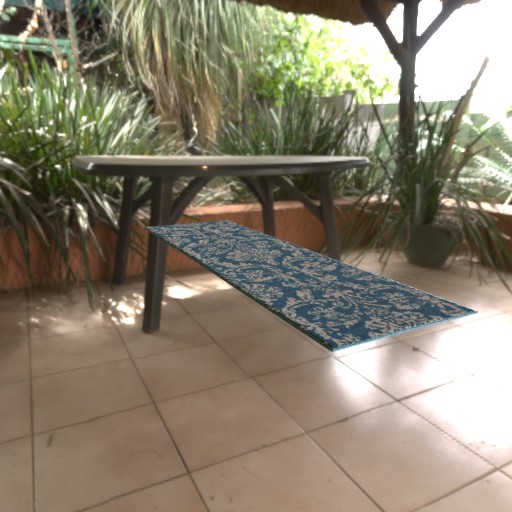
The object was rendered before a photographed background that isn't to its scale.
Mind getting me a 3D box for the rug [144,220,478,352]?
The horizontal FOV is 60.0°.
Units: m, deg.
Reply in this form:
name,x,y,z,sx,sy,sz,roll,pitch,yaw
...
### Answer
name,x,y,z,sx,sy,sz,roll,pitch,yaw
rug,0.000,0.000,2.395,0.662,0.011,2.196,-8,16,-27
